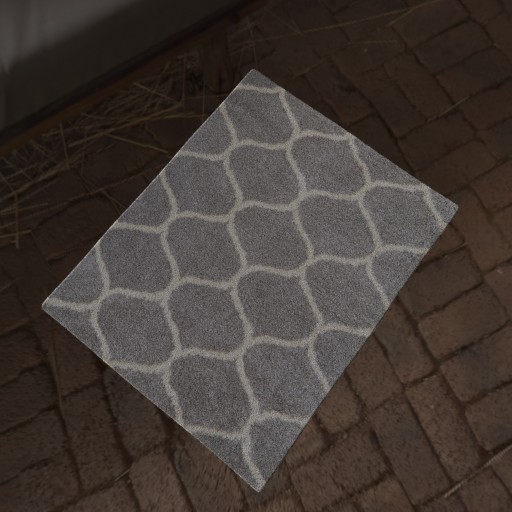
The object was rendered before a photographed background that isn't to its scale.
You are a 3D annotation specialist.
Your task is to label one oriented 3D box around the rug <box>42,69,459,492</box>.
[{"bbox_3d":[0.000,0.000,3.937,2.399,0.026,3.000,37,79,8],"label":"rug"}]
